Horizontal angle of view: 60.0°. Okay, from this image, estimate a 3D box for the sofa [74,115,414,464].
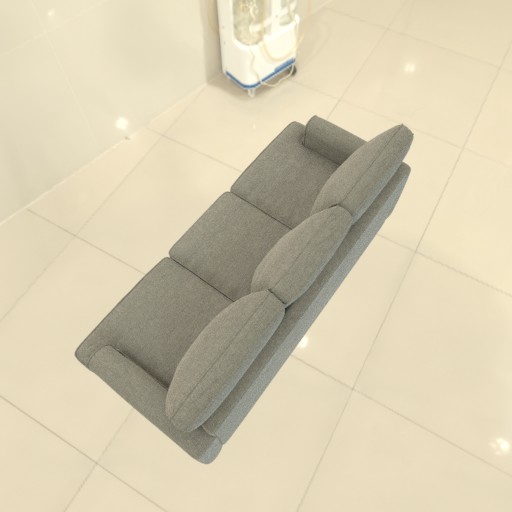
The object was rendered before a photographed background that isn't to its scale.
[{"bbox_3d":[0.000,0.000,2.666,0.951,0.965,2.158,33,67,16],"label":"sofa"}]
